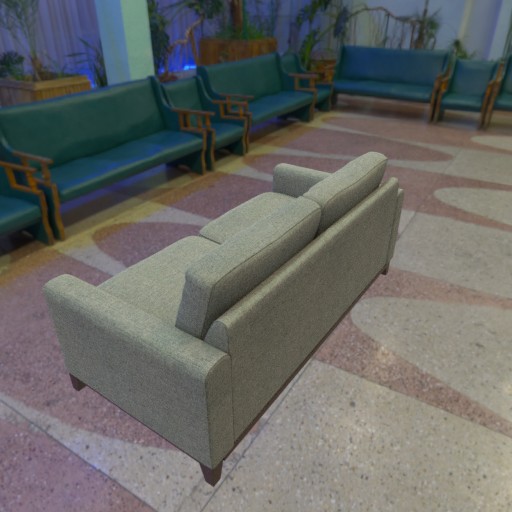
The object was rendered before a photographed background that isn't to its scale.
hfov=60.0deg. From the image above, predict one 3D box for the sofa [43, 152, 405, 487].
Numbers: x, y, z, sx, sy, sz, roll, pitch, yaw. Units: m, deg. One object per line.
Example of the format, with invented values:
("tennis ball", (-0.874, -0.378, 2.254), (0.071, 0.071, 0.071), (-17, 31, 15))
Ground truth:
("sofa", (0.000, 0.000, 2.461), (0.969, 0.892, 1.978), (20, 36, 29))
